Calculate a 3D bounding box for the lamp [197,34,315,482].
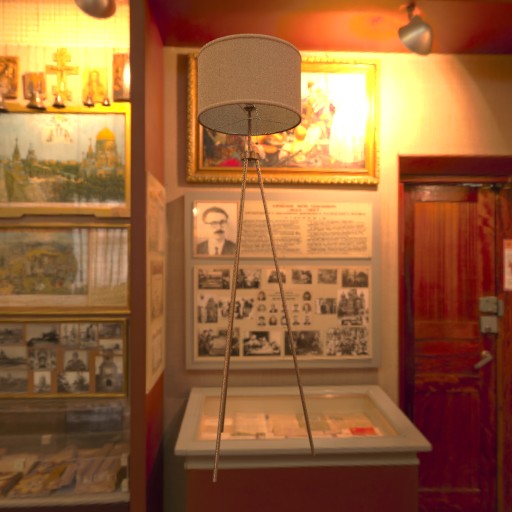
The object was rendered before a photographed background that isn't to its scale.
[{"bbox_3d":[0.000,0.000,1.739,0.460,1.545,0.449,0,0,-1],"label":"lamp"}]
